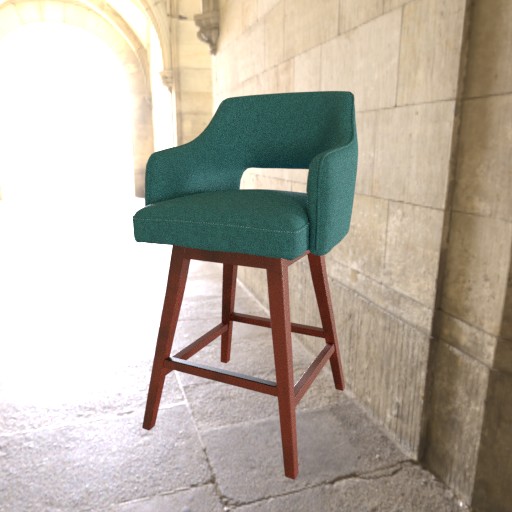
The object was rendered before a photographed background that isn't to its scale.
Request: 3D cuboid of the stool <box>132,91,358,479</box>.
[{"bbox_3d":[0.000,0.000,1.306,0.548,0.961,0.556,7,15,25],"label":"stool"}]
